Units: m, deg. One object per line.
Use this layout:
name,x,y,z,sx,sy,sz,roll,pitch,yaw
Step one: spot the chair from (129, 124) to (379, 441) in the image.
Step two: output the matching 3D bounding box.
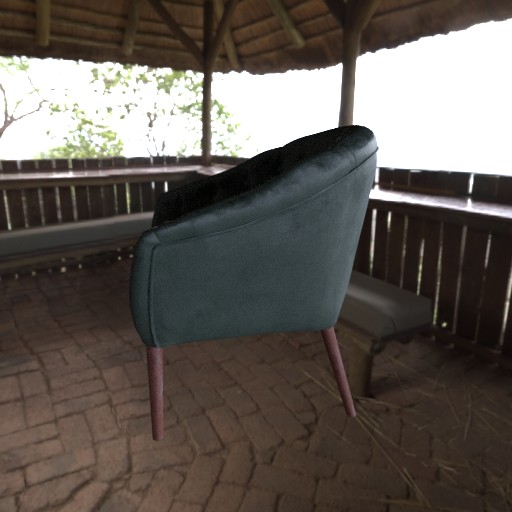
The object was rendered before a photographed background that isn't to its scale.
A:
chair,0.000,0.000,1.552,0.776,0.885,0.851,-2,15,-8
